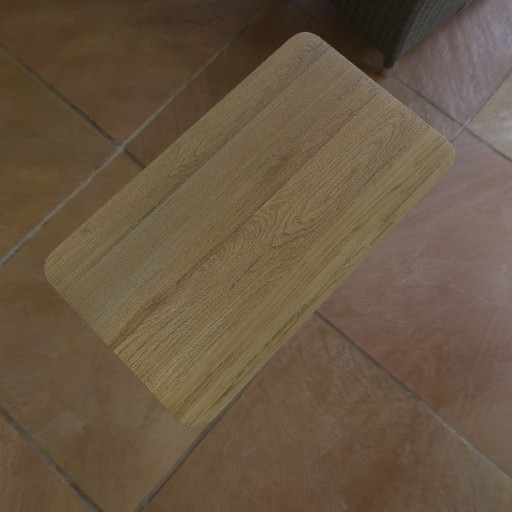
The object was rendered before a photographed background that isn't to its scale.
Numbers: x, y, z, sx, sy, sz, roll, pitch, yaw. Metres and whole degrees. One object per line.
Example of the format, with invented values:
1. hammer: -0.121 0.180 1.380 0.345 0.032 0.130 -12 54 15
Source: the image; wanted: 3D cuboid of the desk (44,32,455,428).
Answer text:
1. desk: 0.000 0.000 1.257 0.440 0.790 0.760 43 80 10
